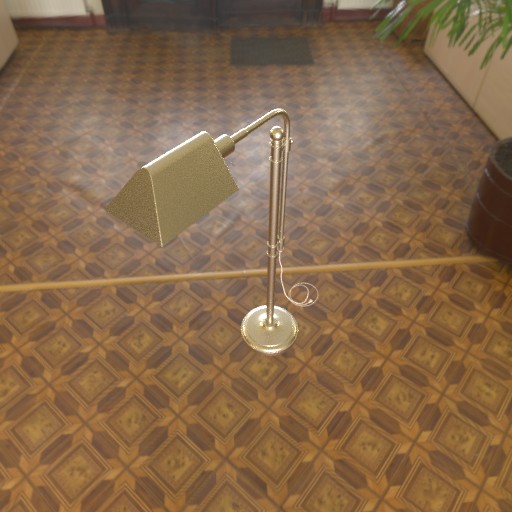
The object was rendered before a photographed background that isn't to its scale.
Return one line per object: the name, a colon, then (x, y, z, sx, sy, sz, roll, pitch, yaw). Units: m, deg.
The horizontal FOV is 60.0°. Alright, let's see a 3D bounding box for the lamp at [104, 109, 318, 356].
lamp: (0.000, 0.000, 0.956, 0.159, 0.708, 0.546, 31, 54, 26)
